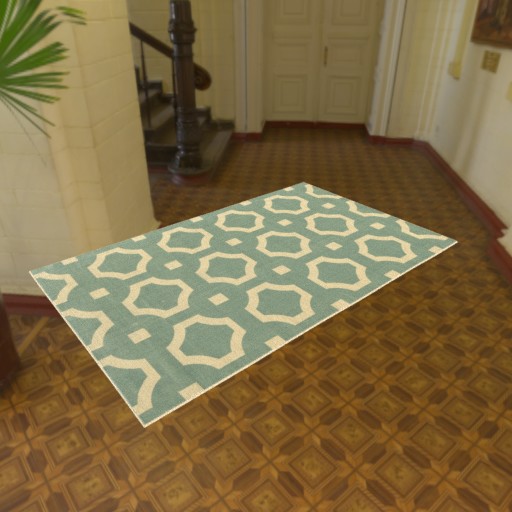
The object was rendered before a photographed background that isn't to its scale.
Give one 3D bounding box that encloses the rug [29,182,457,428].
[{"bbox_3d":[0.000,0.000,2.956,2.443,0.015,1.528,-23,37,-34],"label":"rug"}]
